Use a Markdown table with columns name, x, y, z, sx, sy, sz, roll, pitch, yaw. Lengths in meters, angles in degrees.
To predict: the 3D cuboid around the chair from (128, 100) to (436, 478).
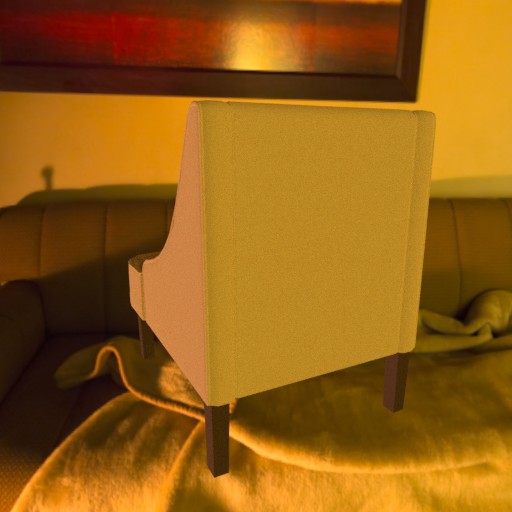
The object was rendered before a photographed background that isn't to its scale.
| name | x | y | z | sx | sy | sz | roll | pitch | yaw |
| --- | --- | --- | --- | --- | --- | --- | --- | --- | --- |
| chair | 0.000 | 0.000 | 1.457 | 0.689 | 0.886 | 0.806 | -7 | 16 | -27 |
